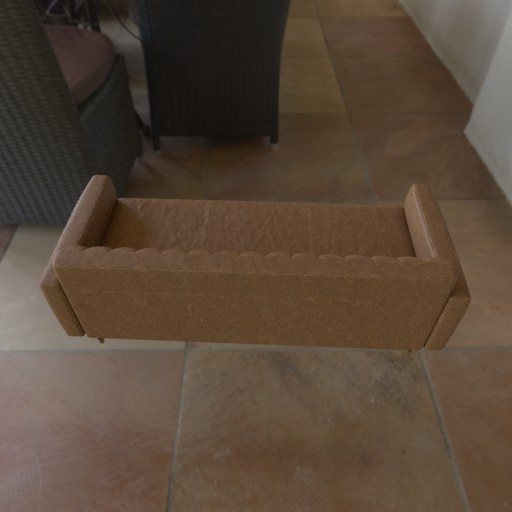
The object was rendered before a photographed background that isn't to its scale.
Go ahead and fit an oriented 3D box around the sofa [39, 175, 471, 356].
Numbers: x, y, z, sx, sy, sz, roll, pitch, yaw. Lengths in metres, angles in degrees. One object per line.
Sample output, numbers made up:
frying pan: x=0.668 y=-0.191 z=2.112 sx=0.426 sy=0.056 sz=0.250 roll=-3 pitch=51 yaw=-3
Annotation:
sofa: x=0.000 y=0.000 z=2.771 sx=2.291 sy=0.821 sz=0.990 roll=2 pitch=47 yaw=2
